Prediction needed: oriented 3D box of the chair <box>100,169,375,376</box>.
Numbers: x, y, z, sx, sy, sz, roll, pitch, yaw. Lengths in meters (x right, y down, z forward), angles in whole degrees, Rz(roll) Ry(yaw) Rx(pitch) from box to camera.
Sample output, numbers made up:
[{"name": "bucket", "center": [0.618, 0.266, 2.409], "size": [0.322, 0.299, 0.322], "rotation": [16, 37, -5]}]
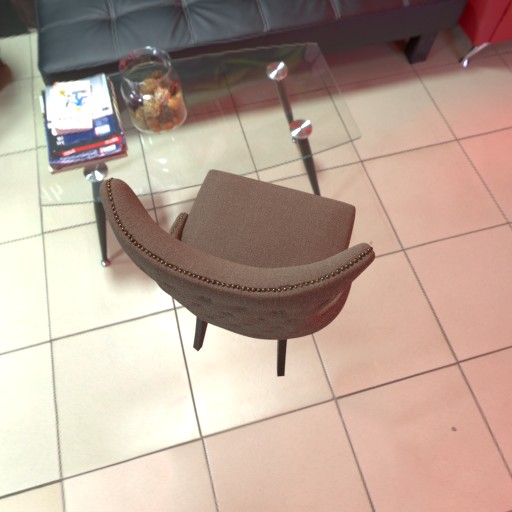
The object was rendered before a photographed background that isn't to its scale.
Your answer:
[{"name": "chair", "center": [0.000, 0.000, 1.394], "size": [0.628, 0.967, 0.635], "rotation": [16, 64, 8]}]
